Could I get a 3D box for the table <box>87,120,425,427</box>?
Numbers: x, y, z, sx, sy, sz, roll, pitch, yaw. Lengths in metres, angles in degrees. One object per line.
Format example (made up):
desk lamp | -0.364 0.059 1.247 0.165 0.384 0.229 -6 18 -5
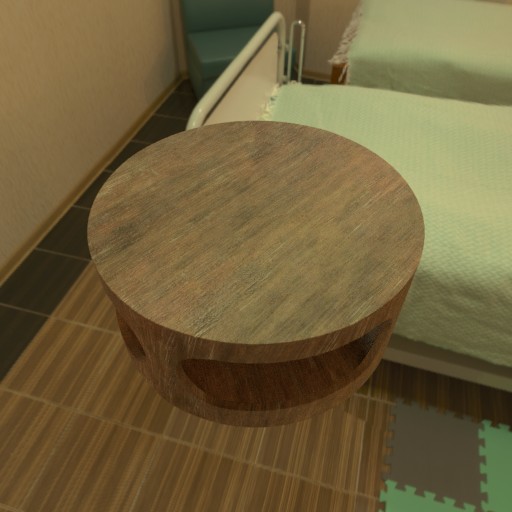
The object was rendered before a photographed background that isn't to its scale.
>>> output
table | 0.000 0.000 1.484 0.974 0.450 0.974 0 46 0
